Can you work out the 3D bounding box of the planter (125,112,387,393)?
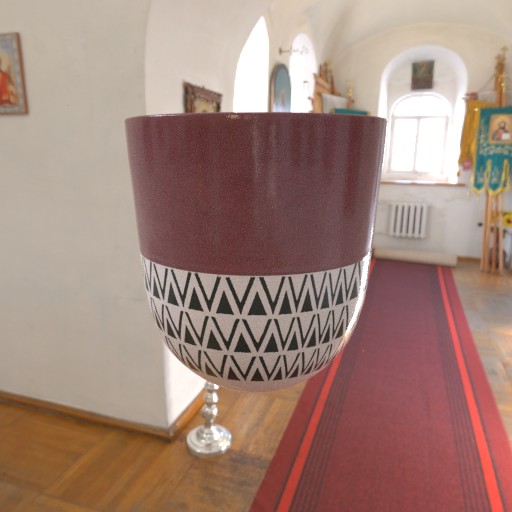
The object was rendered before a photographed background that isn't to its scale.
[{"bbox_3d":[0.000,0.000,0.367,0.195,0.214,0.195,0,14,0],"label":"planter"}]
